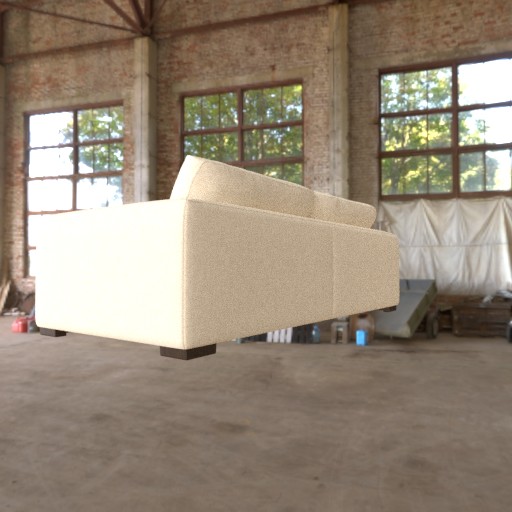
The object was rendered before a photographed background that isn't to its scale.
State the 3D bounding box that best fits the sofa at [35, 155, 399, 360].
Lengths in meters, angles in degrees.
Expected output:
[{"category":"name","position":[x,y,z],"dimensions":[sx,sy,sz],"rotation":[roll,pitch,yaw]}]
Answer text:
[{"category":"sofa","position":[0.000,0.000,2.753],"dimensions":[1.070,0.801,2.262],"rotation":[-1,-2,36]}]
